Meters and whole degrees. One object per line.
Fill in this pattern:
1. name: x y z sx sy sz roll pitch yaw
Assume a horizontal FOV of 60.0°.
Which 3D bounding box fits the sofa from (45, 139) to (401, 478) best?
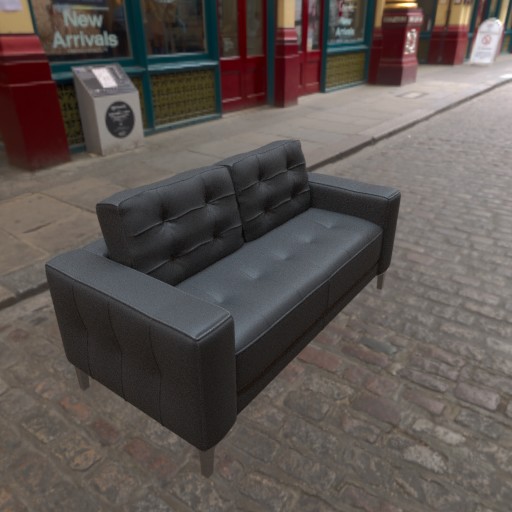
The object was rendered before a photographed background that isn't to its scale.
1. sofa: 0.000 0.000 2.188 0.833 0.893 1.726 18 32 32
